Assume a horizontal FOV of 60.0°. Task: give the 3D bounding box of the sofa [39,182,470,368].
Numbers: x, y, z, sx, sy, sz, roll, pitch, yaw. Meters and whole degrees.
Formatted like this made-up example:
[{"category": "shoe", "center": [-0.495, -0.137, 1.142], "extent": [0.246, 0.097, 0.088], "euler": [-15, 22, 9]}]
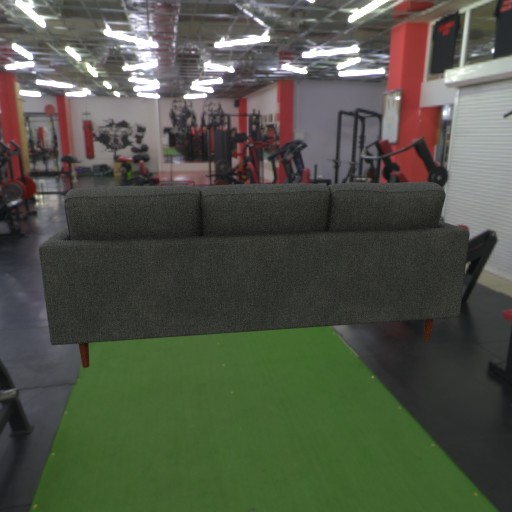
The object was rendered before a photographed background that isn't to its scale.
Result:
[{"category": "sofa", "center": [0.000, 0.000, 2.713], "extent": [2.246, 0.930, 0.903], "euler": [-2, 15, -9]}]
